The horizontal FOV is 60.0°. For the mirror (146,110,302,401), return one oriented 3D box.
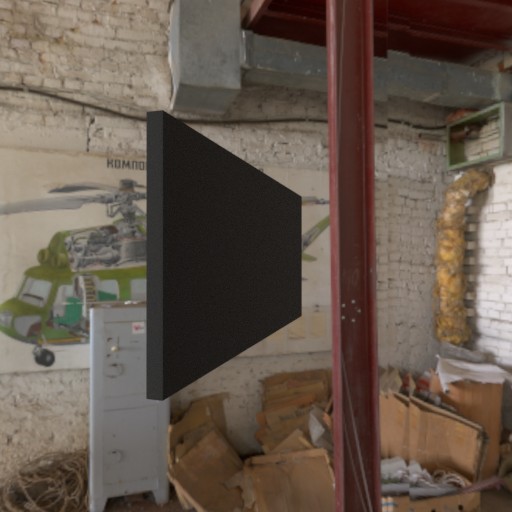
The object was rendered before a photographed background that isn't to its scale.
[{"bbox_3d":[0.000,0.000,1.813,0.047,0.692,1.584,0,0,18],"label":"mirror"}]
